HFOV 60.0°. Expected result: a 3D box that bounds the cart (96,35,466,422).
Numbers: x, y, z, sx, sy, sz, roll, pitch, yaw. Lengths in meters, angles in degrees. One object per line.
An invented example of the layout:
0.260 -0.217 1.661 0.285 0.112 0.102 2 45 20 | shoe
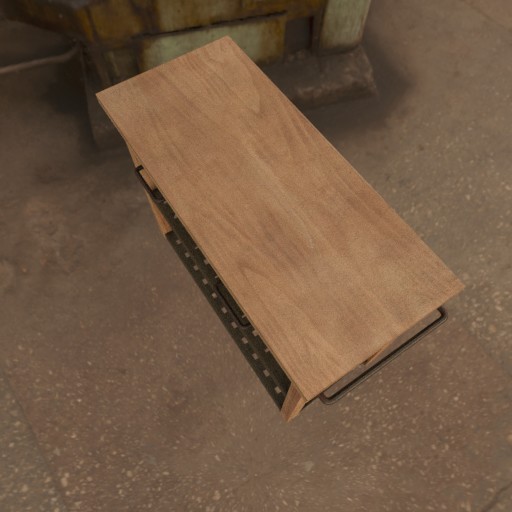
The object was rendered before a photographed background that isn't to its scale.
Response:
0.000 0.000 0.970 0.298 0.554 0.686 -31 68 -14 | cart
